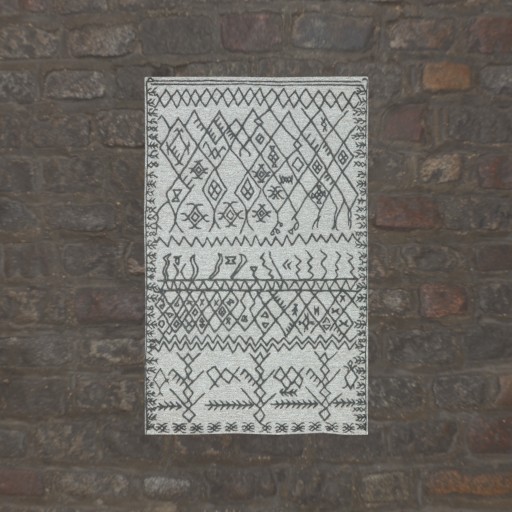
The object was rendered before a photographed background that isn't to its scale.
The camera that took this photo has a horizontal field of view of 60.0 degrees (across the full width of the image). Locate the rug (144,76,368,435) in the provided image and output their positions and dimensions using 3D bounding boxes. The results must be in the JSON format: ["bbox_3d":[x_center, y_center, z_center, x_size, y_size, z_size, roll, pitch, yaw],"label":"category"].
[{"bbox_3d":[0.000,0.000,4.741,2.393,0.019,3.824,0,90,0],"label":"rug"}]
